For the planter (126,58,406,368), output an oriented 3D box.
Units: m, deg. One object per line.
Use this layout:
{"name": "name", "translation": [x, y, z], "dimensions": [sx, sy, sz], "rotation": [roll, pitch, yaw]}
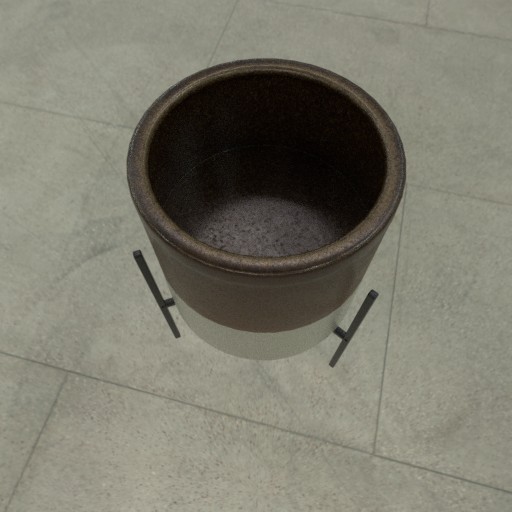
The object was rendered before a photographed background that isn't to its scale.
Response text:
{"name": "planter", "translation": [0.000, 0.000, 0.551], "dimensions": [0.269, 0.375, 0.255], "rotation": [-19, 63, -10]}
